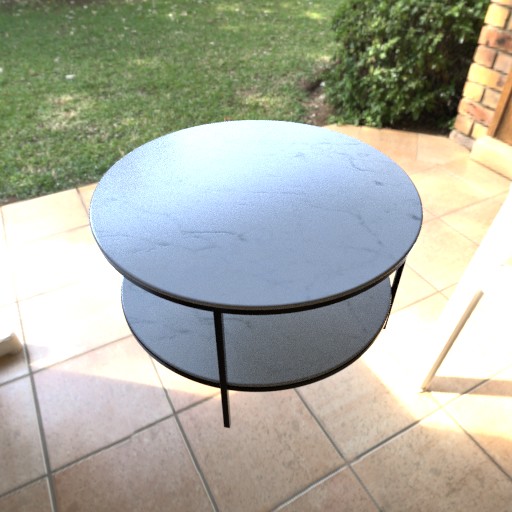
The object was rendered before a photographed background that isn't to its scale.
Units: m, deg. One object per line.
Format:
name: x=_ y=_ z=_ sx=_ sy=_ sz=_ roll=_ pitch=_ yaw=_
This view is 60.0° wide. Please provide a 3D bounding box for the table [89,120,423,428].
table: x=0.000 y=0.000 z=1.248 sx=0.800 sy=0.450 sz=0.800 roll=0 pitch=41 yaw=0
